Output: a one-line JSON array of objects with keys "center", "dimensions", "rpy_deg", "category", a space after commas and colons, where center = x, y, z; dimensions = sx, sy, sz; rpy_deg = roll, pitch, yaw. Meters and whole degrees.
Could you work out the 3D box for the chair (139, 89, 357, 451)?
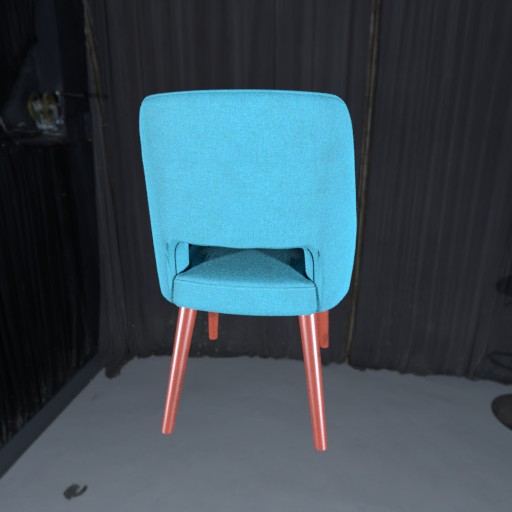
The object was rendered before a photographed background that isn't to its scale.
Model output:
[{"center": [0.000, 0.000, 1.249], "dimensions": [0.548, 0.849, 0.605], "rpy_deg": [3, 18, 8], "category": "chair"}]
